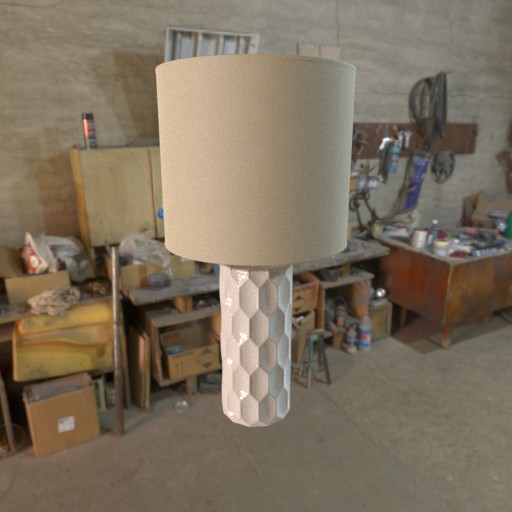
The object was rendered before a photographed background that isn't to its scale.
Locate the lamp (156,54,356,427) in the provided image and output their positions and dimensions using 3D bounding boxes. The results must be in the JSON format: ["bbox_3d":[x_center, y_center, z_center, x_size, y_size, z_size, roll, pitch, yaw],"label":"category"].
[{"bbox_3d":[0.000,0.000,0.693,0.277,0.537,0.277,7,16,24],"label":"lamp"}]
